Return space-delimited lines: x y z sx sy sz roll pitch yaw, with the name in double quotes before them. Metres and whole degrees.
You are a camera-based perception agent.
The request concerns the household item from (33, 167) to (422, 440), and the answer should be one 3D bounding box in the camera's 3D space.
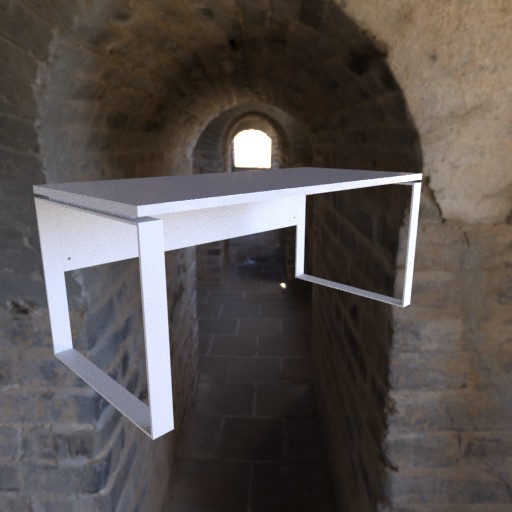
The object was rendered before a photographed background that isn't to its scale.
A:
"household item" 0.000 0.000 2.155 1.700 0.745 0.800 -14 20 -43
